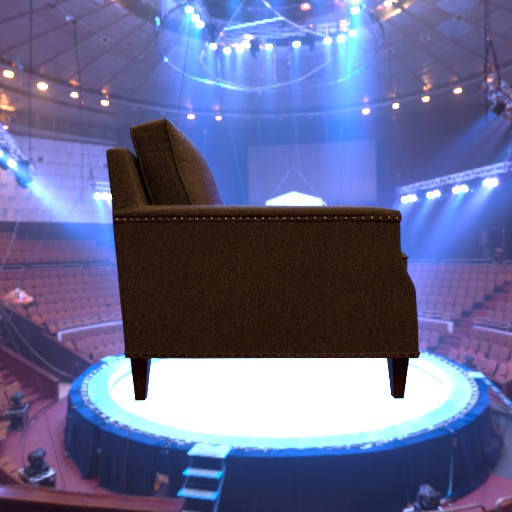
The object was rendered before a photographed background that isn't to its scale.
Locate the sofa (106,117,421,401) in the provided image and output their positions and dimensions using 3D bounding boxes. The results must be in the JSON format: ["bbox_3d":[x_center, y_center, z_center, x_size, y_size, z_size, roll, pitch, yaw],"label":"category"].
[{"bbox_3d":[0.000,0.000,2.253,1.084,1.003,1.597,0,-1,-1],"label":"sofa"}]
